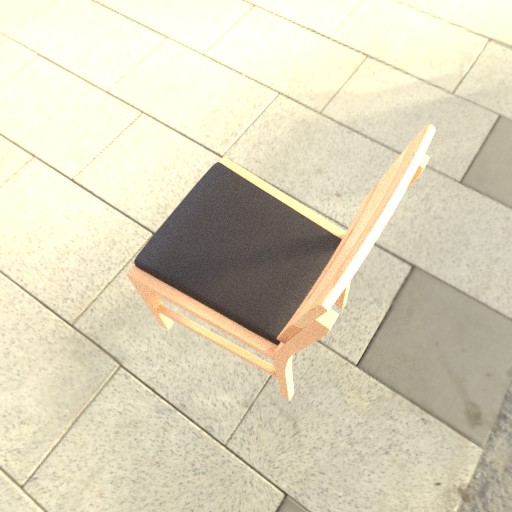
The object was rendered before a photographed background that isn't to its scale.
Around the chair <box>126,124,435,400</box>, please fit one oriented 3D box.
[{"bbox_3d":[0.000,0.000,1.236,0.560,0.950,0.475,30,68,14],"label":"chair"}]
